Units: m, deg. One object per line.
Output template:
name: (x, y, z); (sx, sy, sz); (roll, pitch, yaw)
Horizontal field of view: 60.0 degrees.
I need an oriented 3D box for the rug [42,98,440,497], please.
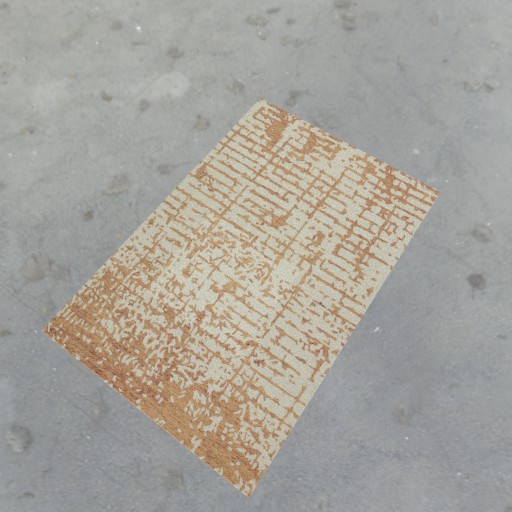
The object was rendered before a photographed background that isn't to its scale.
rug: (0.000, 0.000, 2.292); (1.219, 0.011, 1.829); (32, 68, 15)
